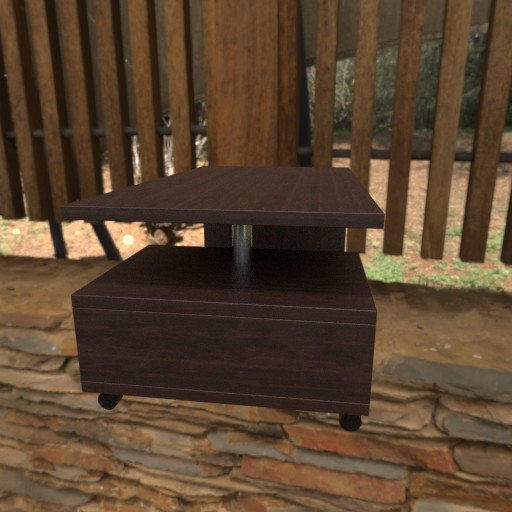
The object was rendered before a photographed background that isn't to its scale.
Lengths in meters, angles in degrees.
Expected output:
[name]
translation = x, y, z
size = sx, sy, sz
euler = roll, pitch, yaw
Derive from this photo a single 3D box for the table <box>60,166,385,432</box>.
[table]
translation = 0.000, 0.000, 1.349
size = 0.590, 0.460, 1.050
euler = 2, 16, 8
